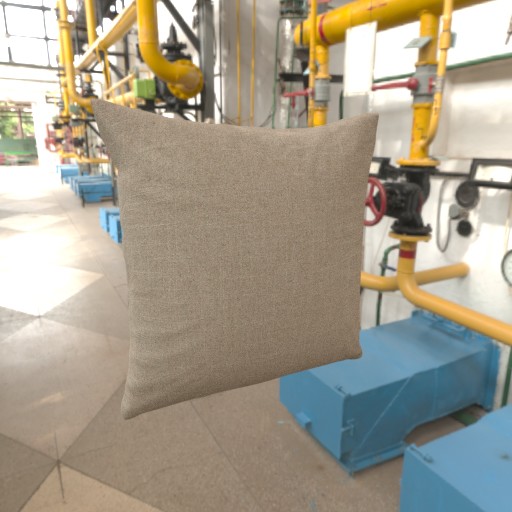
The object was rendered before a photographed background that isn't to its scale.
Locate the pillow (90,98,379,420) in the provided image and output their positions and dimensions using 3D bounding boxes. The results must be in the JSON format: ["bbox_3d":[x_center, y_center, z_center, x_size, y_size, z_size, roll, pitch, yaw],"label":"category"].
[{"bbox_3d":[0.000,0.000,0.790,0.513,0.511,0.158,-7,16,-26],"label":"pillow"}]
